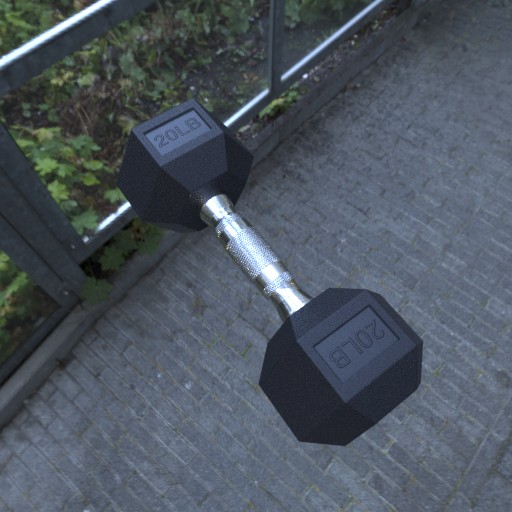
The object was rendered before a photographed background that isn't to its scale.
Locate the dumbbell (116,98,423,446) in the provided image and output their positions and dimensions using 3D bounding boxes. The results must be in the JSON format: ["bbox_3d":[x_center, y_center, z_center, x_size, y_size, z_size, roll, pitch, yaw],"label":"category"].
[{"bbox_3d":[0.000,0.000,0.326,0.106,0.092,0.272,-33,68,-15],"label":"dumbbell"}]
